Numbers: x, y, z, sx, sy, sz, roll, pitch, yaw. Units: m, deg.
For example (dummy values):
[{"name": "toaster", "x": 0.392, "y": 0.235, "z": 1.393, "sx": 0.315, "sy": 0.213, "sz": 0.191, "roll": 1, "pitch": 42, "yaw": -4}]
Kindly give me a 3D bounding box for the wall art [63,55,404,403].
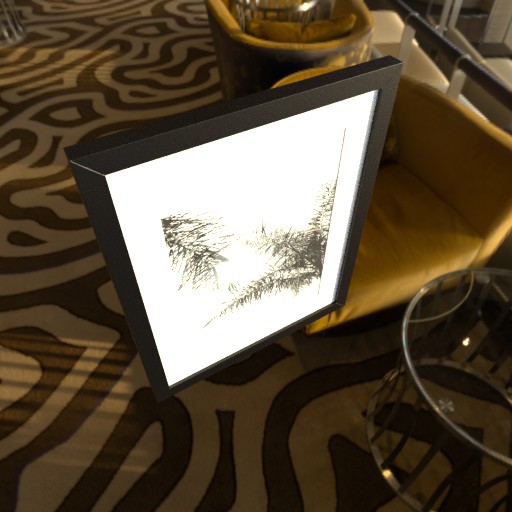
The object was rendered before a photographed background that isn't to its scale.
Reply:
[{"name": "wall art", "x": 0.000, "y": 0.000, "z": 0.742, "sx": 0.457, "sy": 0.557, "sz": 0.028, "roll": -23, "pitch": 51, "yaw": -20}]
